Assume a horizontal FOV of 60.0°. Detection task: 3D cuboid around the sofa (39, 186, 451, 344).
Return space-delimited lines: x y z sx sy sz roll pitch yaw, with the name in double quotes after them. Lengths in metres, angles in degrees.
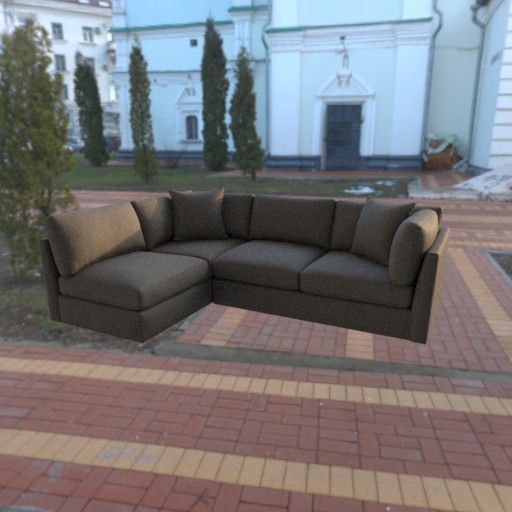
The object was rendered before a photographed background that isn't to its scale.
0.000 0.000 3.782 2.896 0.978 1.994 7 16 26 "sofa"
